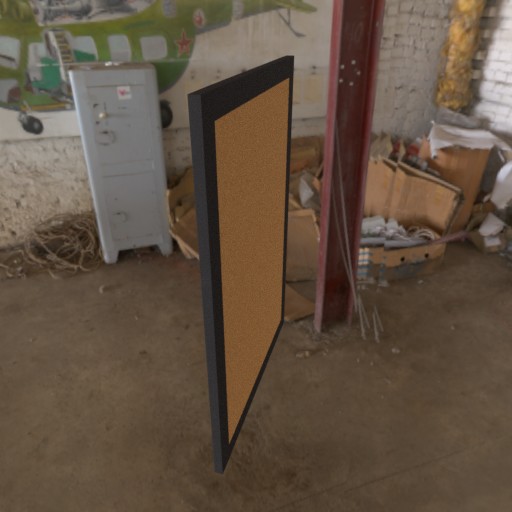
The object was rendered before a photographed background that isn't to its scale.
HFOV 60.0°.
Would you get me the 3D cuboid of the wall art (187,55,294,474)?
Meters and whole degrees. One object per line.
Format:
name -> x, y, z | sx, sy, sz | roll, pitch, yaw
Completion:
wall art -> 0.000, 0.000, 0.683 | 0.013, 0.534, 0.380 | 8, 30, 15
